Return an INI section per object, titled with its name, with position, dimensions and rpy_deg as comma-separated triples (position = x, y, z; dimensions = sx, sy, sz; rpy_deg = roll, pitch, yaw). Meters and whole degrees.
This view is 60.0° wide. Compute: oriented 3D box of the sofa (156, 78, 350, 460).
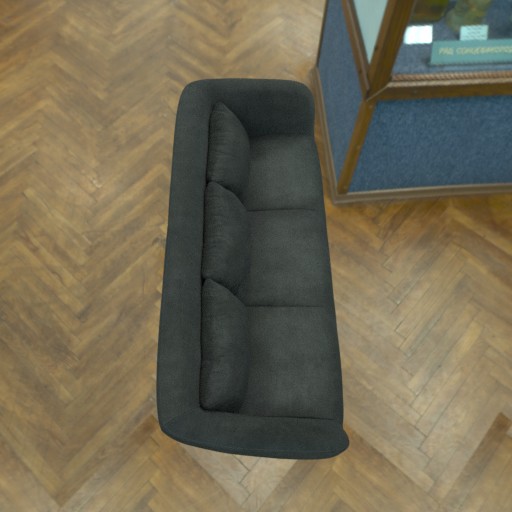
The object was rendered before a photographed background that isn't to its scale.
[sofa]
position = 0.000, 0.000, 2.726
dimensions = 0.956, 0.875, 2.296
rpy_deg = -1, 64, 0
